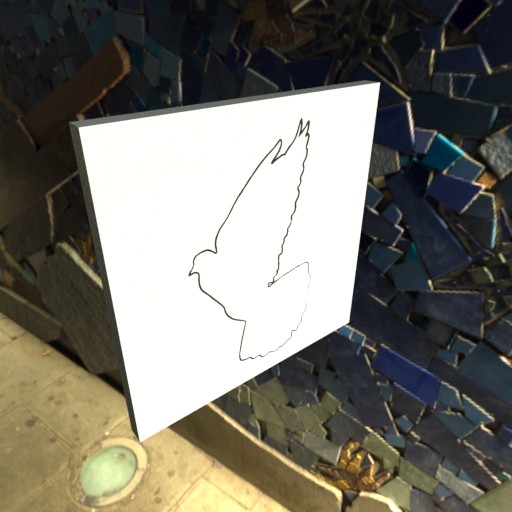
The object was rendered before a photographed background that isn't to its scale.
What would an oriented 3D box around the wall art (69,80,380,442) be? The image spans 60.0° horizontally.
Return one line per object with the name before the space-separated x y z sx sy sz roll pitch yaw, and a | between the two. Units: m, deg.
wall art | 0.000 0.000 0.896 0.610 0.610 0.038 -21 36 -33
